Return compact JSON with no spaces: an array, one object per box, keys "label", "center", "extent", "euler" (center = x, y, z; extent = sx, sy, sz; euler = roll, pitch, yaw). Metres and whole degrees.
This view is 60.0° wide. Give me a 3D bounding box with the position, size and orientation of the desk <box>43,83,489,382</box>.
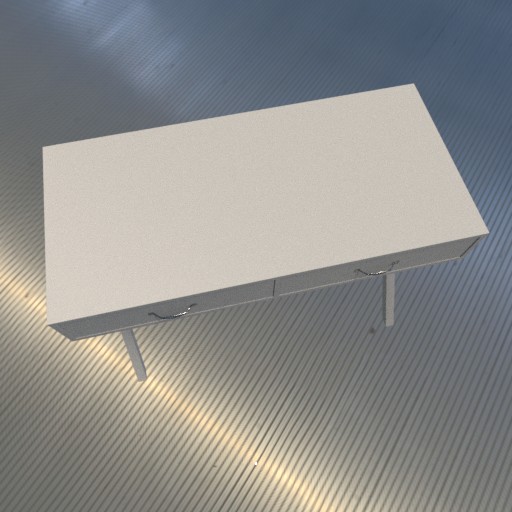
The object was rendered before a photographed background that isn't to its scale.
[{"label":"desk","center":[0.000,0.000,1.483],"extent":[1.057,0.780,0.525],"euler":[-11,65,-5]}]
